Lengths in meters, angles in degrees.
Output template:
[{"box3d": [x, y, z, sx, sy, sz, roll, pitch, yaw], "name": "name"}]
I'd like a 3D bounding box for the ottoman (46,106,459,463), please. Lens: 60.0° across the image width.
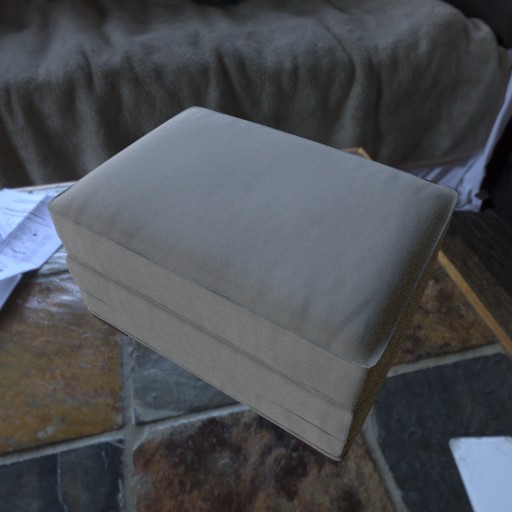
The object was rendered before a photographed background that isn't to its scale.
[{"box3d": [0.000, 0.000, 1.193, 0.848, 0.482, 0.611, 24, 51, 22], "name": "ottoman"}]
